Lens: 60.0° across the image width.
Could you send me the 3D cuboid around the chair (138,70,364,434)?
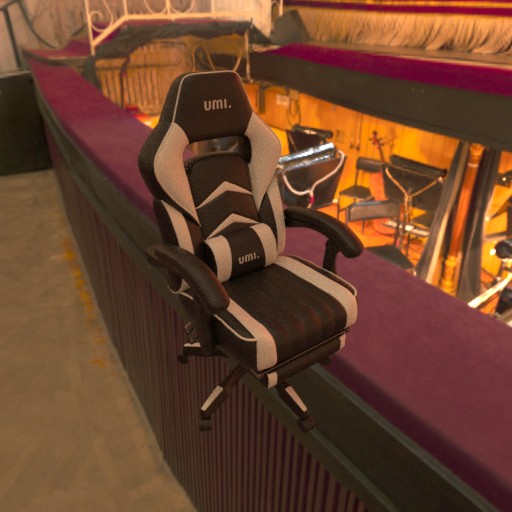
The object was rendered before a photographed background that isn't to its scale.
[{"bbox_3d":[0.000,0.000,1.611,0.676,1.200,0.700,-19,34,-31],"label":"chair"}]
